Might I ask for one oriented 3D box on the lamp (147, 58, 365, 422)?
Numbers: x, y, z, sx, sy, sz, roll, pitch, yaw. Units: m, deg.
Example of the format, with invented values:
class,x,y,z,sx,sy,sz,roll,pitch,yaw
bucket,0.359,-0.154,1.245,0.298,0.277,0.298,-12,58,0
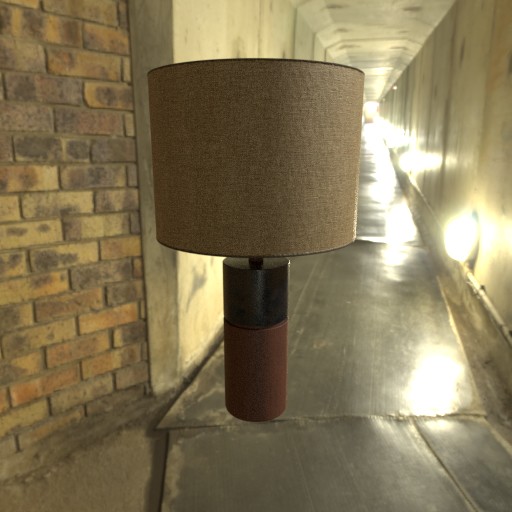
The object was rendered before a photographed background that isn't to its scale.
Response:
class,x,y,z,sx,sy,sz,roll,pitch,yaw
lamp,0.000,0.000,0.465,0.202,0.350,0.202,0,14,0
